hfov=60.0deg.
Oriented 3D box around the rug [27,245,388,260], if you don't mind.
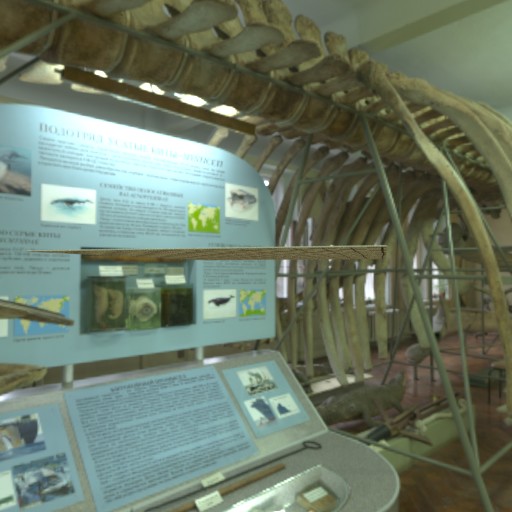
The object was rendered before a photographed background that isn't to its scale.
[{"bbox_3d":[0.000,0.000,4.120,2.330,0.010,3.061,0,-2,16],"label":"rug"}]
